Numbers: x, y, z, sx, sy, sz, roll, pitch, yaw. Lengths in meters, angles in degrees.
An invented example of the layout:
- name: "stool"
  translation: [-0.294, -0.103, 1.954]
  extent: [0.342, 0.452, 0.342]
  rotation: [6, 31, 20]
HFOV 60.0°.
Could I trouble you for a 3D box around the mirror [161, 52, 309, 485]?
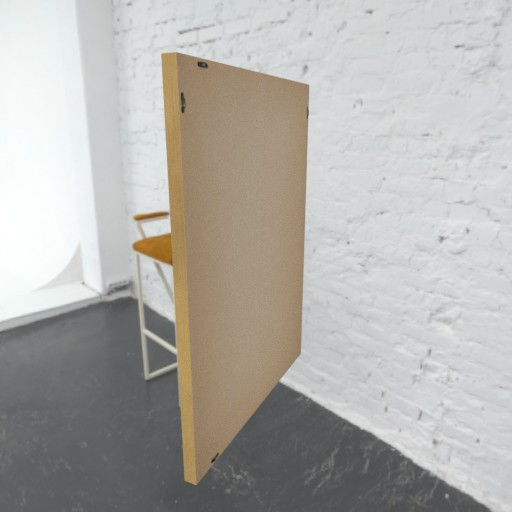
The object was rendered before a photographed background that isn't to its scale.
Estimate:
- name: "mirror"
  translation: [0.000, 0.000, 1.324]
  extent: [0.041, 1.016, 0.762]
  rotation: [8, 18, 25]
